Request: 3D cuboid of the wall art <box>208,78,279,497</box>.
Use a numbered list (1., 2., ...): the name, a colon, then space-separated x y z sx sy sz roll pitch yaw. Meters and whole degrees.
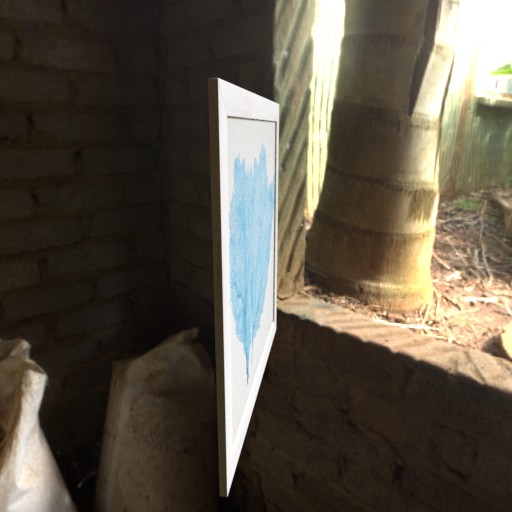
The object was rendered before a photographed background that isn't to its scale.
1. wall art: 0.000 0.000 0.857 0.013 0.584 0.584 3 16 9
